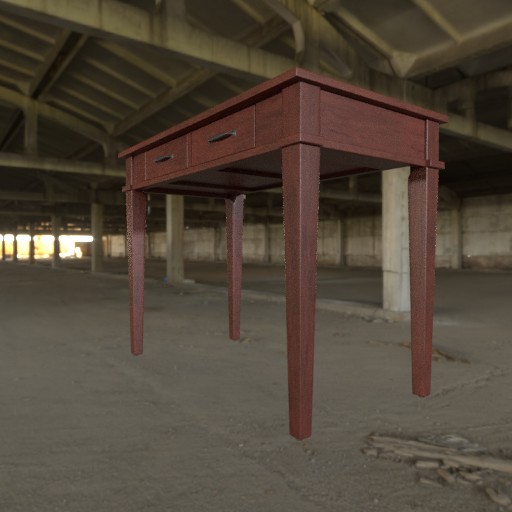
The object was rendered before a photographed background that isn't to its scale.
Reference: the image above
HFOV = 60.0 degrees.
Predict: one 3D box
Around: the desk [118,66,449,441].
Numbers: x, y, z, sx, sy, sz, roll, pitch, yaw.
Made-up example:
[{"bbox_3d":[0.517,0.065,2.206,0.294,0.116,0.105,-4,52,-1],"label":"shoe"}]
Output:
[{"bbox_3d":[0.000,0.000,1.437,0.549,0.762,1.001,-1,1,-37],"label":"desk"}]
